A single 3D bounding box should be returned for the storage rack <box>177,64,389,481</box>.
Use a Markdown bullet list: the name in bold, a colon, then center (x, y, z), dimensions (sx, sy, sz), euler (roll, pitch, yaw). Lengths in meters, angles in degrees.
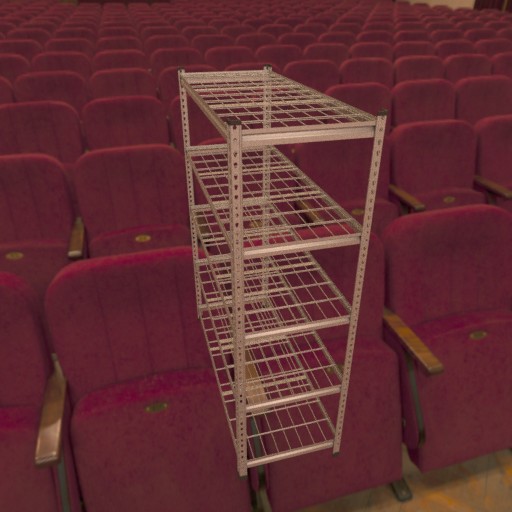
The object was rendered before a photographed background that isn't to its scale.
- **storage rack**: center (0.000, 0.000, 2.699), dimensions (0.610, 1.981, 1.524), euler (-8, 31, -13)
